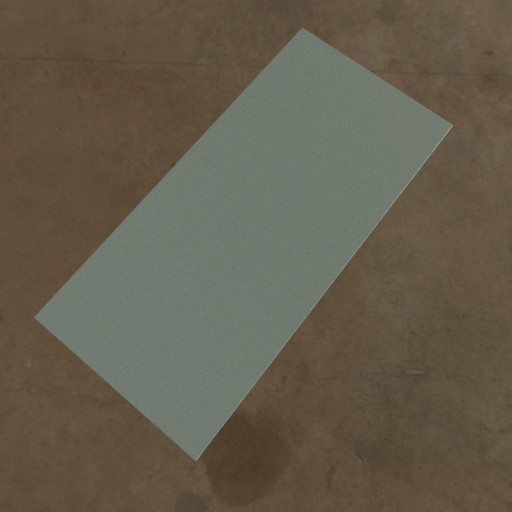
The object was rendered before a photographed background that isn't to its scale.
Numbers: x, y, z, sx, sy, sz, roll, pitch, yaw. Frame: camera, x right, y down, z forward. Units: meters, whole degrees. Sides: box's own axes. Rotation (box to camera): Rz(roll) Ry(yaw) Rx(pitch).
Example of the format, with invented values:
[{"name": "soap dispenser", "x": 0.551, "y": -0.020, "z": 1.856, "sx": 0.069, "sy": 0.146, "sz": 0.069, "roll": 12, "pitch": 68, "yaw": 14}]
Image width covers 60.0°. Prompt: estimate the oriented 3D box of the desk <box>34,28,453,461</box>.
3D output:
[{"name": "desk", "x": 0.000, "y": 0.000, "z": 1.494, "sx": 0.509, "sy": 0.780, "sz": 1.059, "roll": 38, "pitch": 78, "yaw": 9}]
